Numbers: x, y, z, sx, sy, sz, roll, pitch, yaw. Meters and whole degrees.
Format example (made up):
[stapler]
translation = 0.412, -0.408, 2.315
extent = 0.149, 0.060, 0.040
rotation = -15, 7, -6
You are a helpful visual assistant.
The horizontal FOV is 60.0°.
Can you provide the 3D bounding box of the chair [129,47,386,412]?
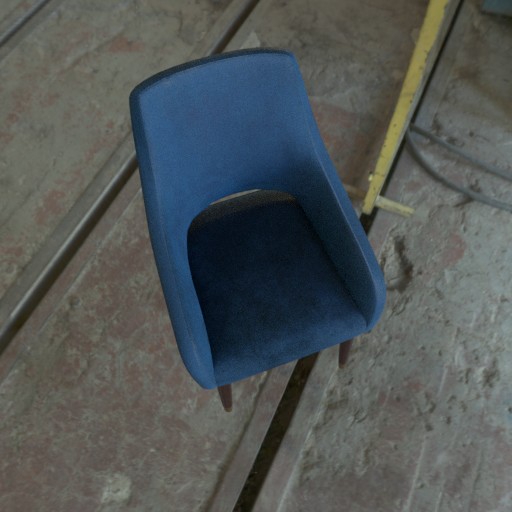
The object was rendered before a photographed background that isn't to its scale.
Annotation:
[chair]
translation = 0.000, 0.000, 1.571
extent = 0.683, 1.081, 0.794
rotation = -18, 65, -9
